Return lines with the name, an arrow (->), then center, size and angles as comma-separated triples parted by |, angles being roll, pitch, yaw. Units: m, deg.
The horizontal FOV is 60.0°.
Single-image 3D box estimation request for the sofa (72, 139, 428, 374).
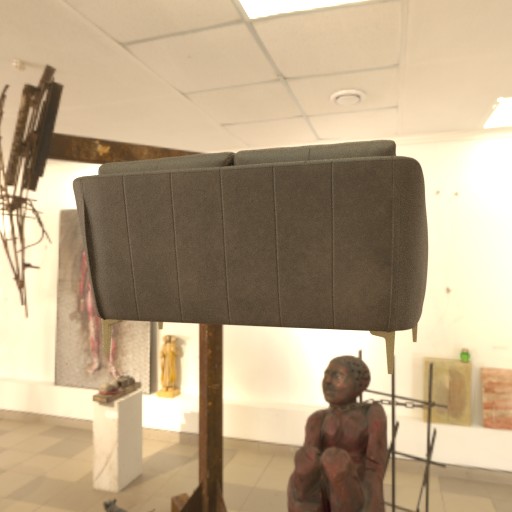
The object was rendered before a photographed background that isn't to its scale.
sofa -> 0.000, 0.000, 2.160 | 1.619, 0.902, 0.960 | 0, -1, 17
